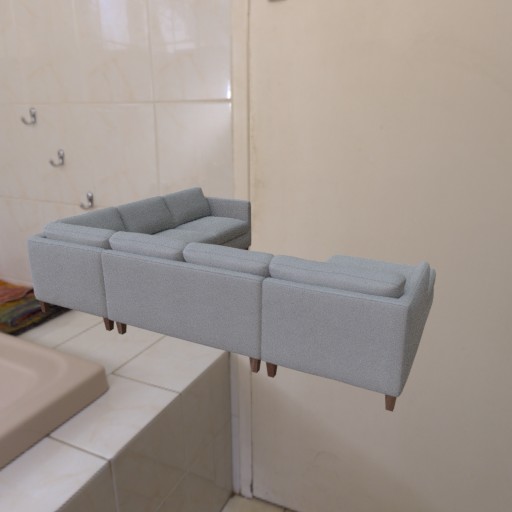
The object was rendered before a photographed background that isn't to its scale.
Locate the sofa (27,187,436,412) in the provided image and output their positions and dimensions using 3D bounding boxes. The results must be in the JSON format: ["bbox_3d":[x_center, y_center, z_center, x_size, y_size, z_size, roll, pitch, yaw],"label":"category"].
[{"bbox_3d":[0.000,0.000,4.271,3.238,0.853,2.551,9,19,26],"label":"sofa"}]
